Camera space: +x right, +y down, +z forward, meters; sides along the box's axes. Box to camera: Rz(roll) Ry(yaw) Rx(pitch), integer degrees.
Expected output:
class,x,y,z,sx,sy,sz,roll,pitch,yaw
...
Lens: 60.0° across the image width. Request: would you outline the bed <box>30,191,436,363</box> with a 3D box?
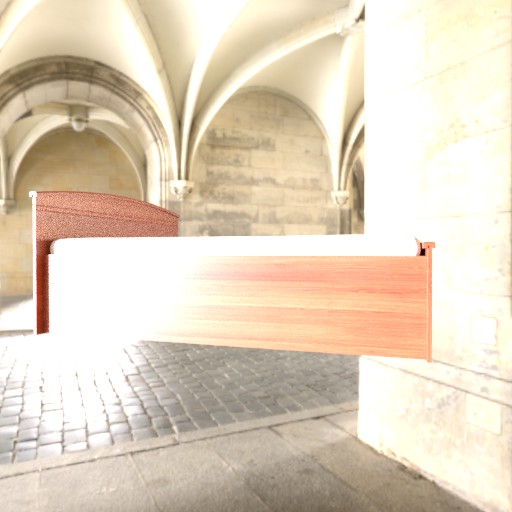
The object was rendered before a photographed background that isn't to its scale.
class,x,y,z,sx,sy,sz,roll,pitch,yaw
bed,0.000,0.000,2.913,2.053,0.848,1.683,0,1,17
